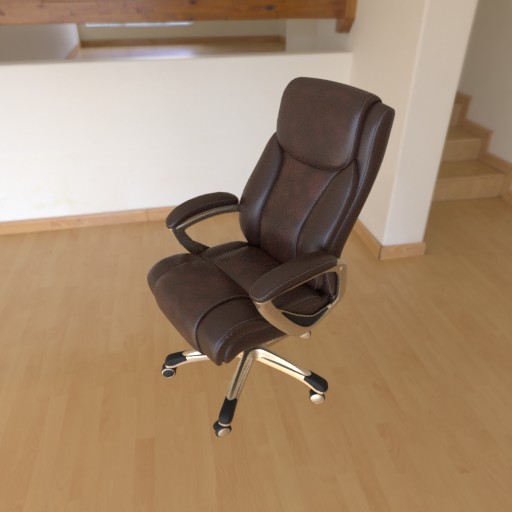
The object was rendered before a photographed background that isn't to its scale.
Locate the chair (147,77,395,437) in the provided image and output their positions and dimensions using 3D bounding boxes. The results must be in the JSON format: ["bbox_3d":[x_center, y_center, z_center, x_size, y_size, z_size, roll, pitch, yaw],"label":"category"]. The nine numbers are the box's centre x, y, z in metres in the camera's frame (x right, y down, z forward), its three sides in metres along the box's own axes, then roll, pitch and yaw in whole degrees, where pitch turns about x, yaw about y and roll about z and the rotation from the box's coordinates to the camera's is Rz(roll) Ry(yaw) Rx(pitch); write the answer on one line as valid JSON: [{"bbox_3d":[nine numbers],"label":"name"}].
[{"bbox_3d":[0.000,0.000,1.694,0.749,1.194,0.692,-22,38,-30],"label":"chair"}]
